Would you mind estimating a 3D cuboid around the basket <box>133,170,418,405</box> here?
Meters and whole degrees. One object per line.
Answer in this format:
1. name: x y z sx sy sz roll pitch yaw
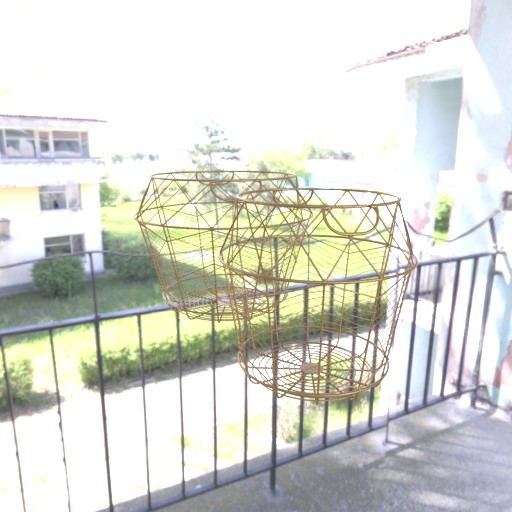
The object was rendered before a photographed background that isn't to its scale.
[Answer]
1. basket: 0.000 0.000 0.998 0.451 0.343 0.805 -7 16 -26
